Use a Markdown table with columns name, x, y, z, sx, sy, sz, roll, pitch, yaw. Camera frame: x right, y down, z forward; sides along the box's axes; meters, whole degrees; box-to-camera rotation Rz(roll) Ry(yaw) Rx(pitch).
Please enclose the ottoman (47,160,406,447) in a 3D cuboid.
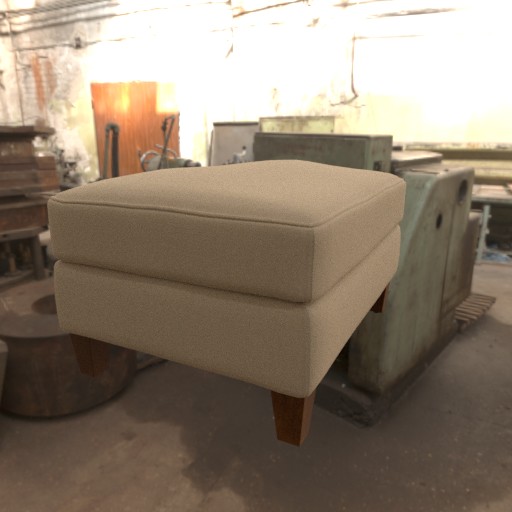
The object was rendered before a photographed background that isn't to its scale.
| name | x | y | z | sx | sy | sz | roll | pitch | yaw |
| --- | --- | --- | --- | --- | --- | --- | --- | --- | --- |
| ottoman | 0.000 | 0.000 | 1.187 | 0.634 | 0.485 | 0.818 | 8 | 17 | 26 |
